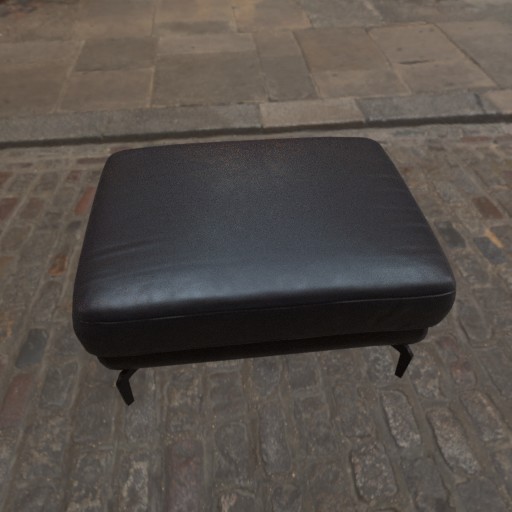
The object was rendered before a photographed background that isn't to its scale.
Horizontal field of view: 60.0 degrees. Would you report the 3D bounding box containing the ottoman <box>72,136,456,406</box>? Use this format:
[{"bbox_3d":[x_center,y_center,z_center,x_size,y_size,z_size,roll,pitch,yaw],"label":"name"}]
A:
[{"bbox_3d":[0.000,0.000,1.110,0.764,0.402,0.570,-4,46,-4],"label":"ottoman"}]
